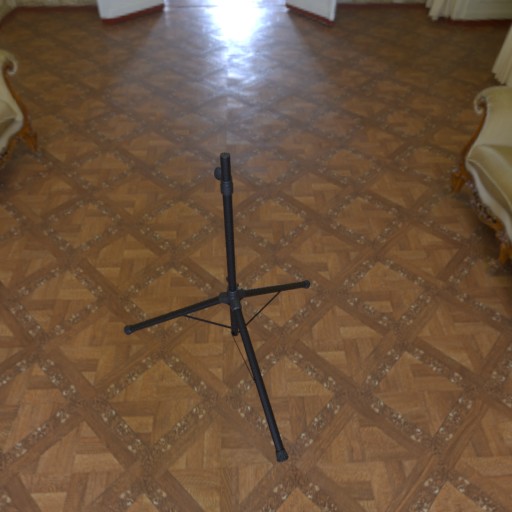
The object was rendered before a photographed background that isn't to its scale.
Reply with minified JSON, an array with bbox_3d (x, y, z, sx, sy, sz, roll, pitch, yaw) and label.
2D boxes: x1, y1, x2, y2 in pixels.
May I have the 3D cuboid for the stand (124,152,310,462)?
[{"bbox_3d":[0.000,0.000,1.898,1.045,1.136,0.907,32,53,28],"label":"stand"}]
